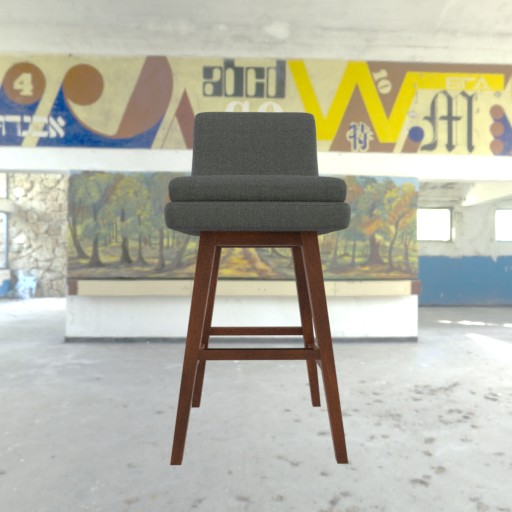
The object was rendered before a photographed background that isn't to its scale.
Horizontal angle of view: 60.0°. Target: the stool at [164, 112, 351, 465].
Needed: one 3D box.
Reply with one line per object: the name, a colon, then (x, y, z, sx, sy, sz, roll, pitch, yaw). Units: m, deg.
stool: (0.000, 0.000, 1.279, 0.447, 0.977, 0.524, 0, 0, -1)
